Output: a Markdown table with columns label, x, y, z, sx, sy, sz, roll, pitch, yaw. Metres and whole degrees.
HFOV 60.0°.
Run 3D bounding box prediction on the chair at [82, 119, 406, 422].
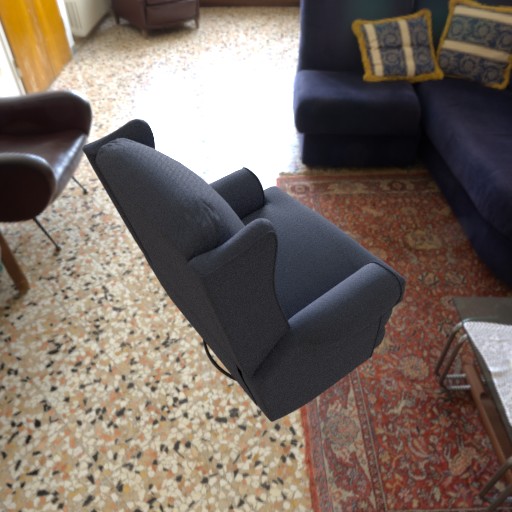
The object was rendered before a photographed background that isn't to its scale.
| label | x | y | z | sx | sy | sz | roll | pitch | yaw |
| --- | --- | --- | --- | --- | --- | --- | --- | --- | --- |
| chair | 0.000 | 0.000 | 1.713 | 0.877 | 1.020 | 0.971 | -27 | 49 | -26 |
